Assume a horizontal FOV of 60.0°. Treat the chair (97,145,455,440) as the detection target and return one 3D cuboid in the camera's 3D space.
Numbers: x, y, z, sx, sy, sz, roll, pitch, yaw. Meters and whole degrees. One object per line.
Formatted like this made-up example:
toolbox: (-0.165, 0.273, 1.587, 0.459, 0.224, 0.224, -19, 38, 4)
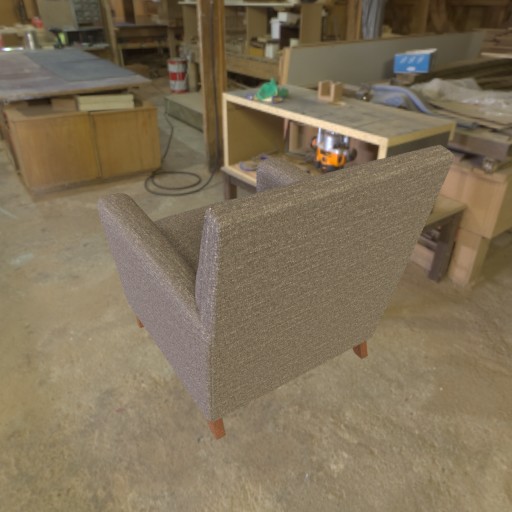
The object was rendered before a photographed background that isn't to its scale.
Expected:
chair: (0.000, 0.000, 1.590, 0.838, 0.885, 0.875, -19, 37, -28)
